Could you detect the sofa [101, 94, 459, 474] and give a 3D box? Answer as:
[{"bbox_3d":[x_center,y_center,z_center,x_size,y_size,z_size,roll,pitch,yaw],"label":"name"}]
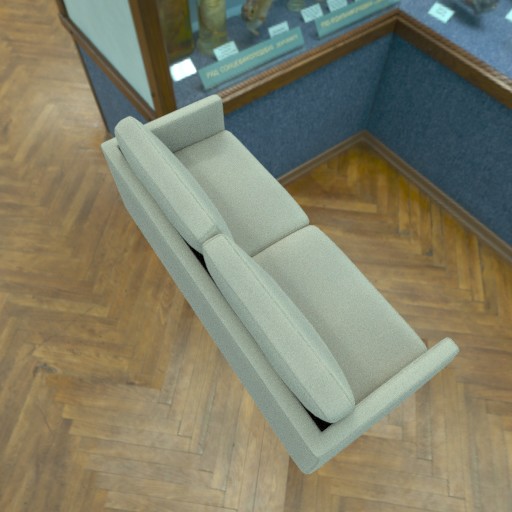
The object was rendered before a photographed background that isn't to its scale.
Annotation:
[{"bbox_3d":[0.000,0.000,2.811,0.951,0.968,2.361,-30,63,-17],"label":"sofa"}]
